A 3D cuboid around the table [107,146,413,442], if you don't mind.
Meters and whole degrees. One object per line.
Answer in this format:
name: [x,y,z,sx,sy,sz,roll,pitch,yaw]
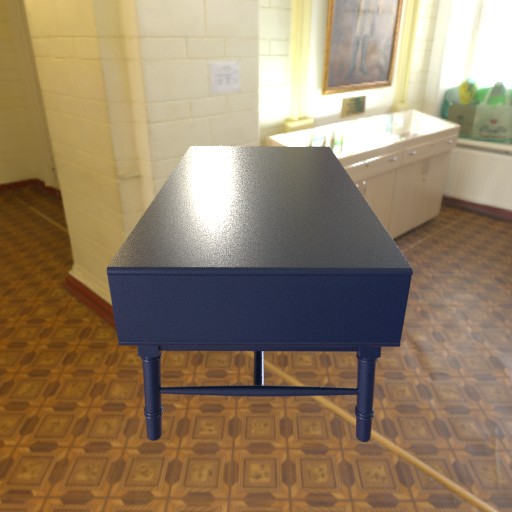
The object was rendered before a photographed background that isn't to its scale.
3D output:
table: [0.000,0.000,1.373,0.572,0.457,1.067,0,25,0]
